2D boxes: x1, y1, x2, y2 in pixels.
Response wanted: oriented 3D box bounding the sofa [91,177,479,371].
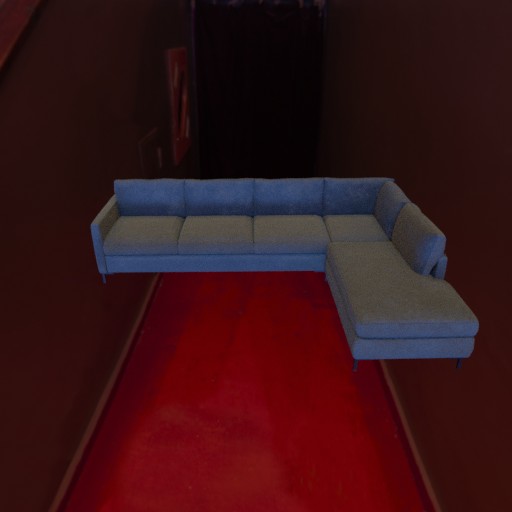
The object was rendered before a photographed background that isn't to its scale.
[{"bbox_3d":[0.000,0.000,3.189,2.486,0.687,1.707,0,28,-1],"label":"sofa"}]
